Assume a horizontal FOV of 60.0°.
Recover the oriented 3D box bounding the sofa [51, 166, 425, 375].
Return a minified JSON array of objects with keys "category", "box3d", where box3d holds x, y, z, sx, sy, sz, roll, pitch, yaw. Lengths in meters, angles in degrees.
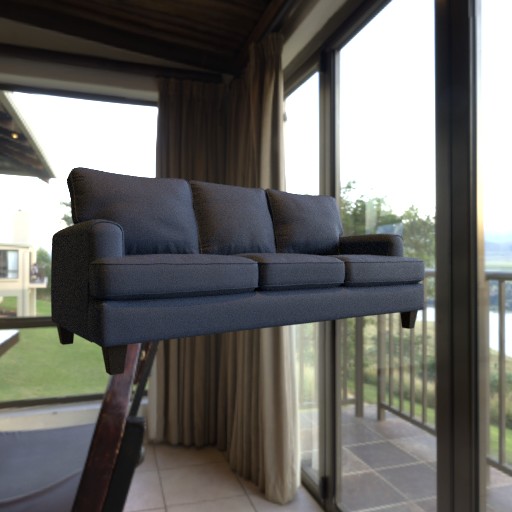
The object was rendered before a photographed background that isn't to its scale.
[{"category":"sofa","box3d":[0.000,0.000,2.701,2.158,0.965,0.951,0,0,-36]}]
